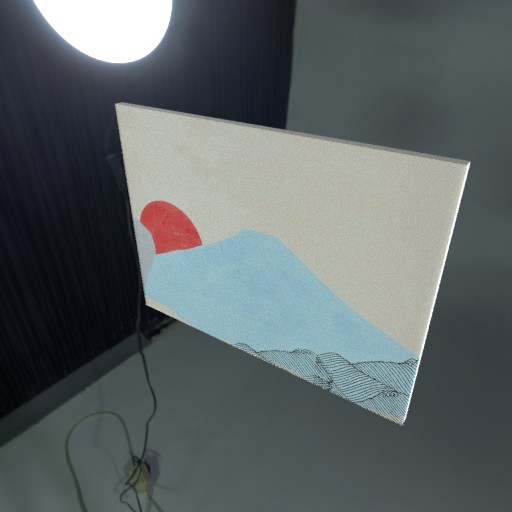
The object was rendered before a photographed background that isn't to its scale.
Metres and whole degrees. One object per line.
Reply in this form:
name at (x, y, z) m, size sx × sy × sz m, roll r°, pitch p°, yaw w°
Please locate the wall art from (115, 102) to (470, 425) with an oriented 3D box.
wall art at (0.000, 0.000, 1.576) m, size 1.219 × 0.912 × 0.042 m, roll 19°, pitch 35°, yaw 29°
